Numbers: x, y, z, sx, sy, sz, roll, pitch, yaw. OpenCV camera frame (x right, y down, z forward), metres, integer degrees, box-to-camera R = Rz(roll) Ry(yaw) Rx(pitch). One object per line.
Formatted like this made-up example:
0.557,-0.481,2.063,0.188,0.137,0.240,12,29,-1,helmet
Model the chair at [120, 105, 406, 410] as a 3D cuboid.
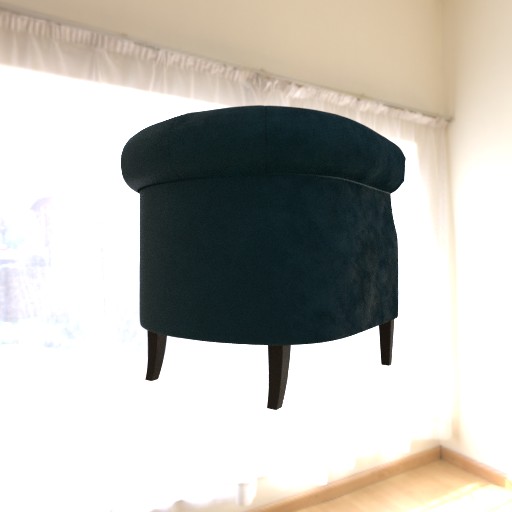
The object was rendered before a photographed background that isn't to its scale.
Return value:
0.000,0.000,1.564,0.904,0.826,0.851,0,0,34,chair
